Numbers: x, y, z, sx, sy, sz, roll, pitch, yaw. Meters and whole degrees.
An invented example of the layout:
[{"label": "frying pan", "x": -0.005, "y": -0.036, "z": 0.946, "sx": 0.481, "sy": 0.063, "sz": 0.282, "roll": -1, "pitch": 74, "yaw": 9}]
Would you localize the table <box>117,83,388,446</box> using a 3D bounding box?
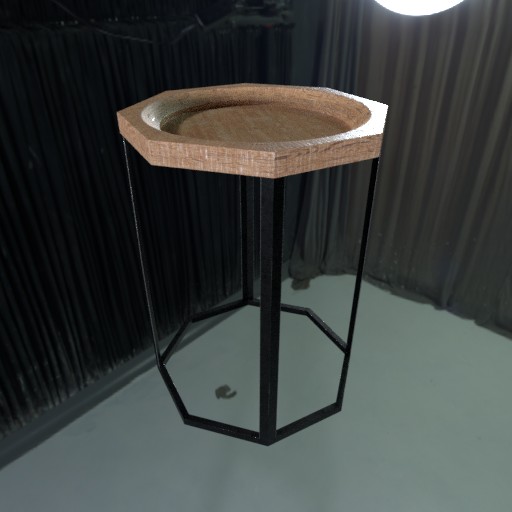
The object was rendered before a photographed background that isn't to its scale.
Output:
[{"label": "table", "x": 0.000, "y": 0.000, "z": 0.855, "sx": 0.437, "sy": 0.553, "sz": 0.437, "roll": 23, "pitch": 38, "yaw": 33}]
